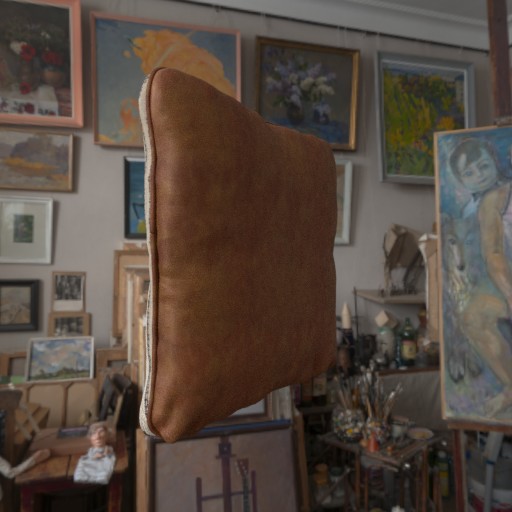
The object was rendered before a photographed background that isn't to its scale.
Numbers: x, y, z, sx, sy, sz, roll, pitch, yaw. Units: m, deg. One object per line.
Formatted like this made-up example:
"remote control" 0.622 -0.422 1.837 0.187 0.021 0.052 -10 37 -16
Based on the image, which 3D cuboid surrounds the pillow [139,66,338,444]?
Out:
"pillow" 0.000 0.000 0.751 0.130 0.490 0.489 0 -1 36
